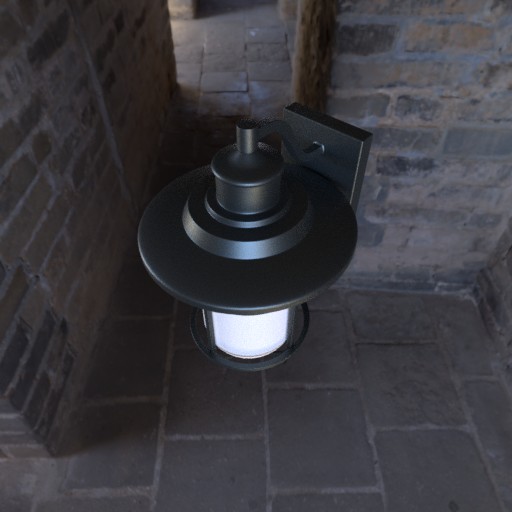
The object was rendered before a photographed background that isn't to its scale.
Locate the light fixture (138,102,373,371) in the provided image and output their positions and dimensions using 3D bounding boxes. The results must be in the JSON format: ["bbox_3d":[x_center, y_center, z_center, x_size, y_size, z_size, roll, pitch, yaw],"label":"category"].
[{"bbox_3d":[0.000,0.000,0.509,0.222,0.345,0.252,33,55,27],"label":"light fixture"}]
